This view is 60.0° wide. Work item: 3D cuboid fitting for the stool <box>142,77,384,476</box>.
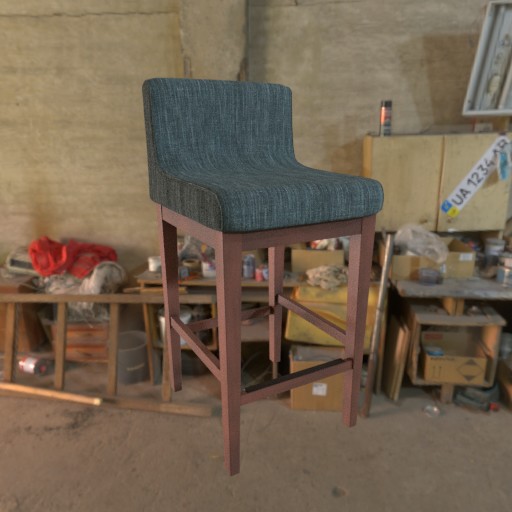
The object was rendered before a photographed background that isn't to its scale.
[{"bbox_3d":[0.000,0.000,1.088,0.395,0.835,0.459,-9,19,-28],"label":"stool"}]
